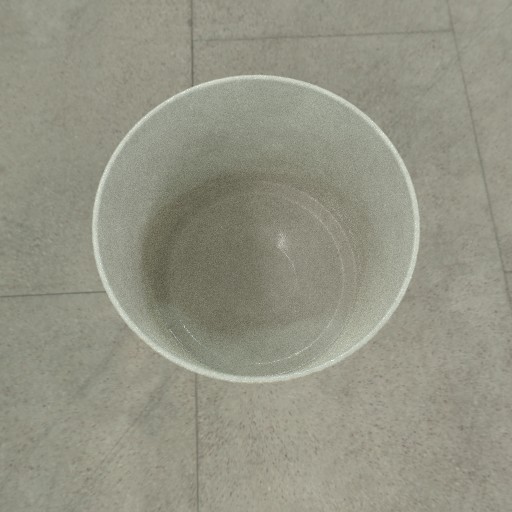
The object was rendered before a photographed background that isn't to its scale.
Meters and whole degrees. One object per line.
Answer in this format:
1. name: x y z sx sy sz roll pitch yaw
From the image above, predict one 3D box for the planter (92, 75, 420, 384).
1. planter: 0.000 0.000 0.453 0.250 0.239 0.250 0 74 0
